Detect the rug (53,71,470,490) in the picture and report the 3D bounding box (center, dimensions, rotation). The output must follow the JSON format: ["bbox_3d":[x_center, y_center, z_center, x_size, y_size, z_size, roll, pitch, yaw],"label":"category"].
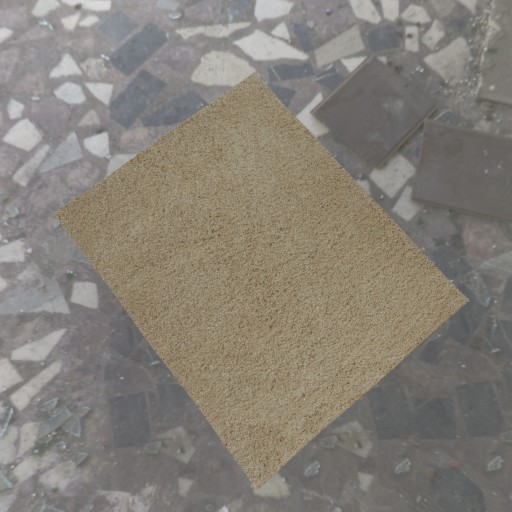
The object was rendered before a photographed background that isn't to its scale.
[{"bbox_3d":[0.000,0.000,4.003,2.400,0.025,3.000,-38,79,-9],"label":"rug"}]
